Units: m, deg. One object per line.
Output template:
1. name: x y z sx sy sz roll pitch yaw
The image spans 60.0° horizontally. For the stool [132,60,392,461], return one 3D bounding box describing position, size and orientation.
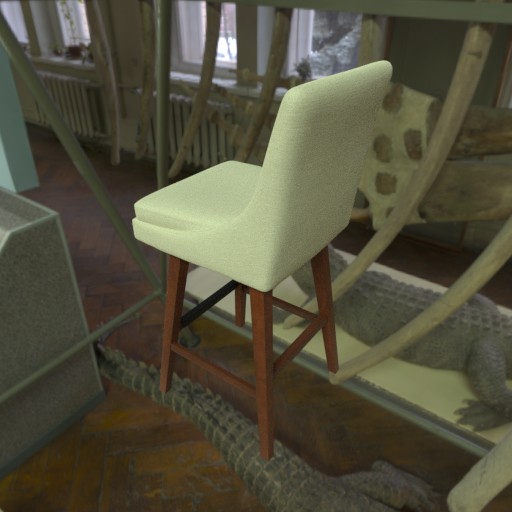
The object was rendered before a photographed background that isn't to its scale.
1. stool: 0.000 0.000 1.342 0.559 1.097 0.470 21 37 30
